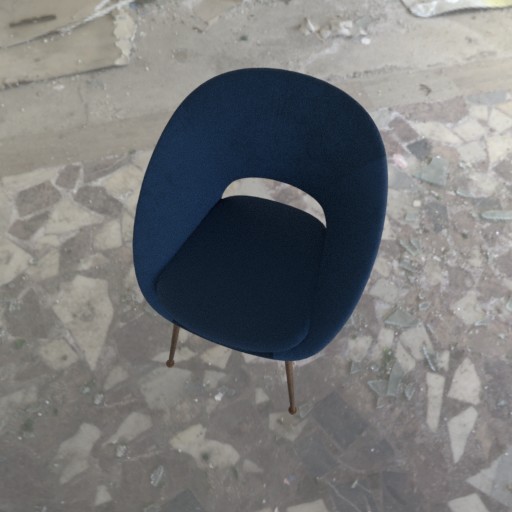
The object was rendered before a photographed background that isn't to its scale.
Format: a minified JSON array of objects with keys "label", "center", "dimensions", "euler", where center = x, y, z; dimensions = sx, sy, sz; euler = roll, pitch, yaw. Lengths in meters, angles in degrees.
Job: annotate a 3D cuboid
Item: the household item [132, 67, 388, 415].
[{"label":"household item","center":[0.000,0.000,1.282],"dimensions":[0.623,0.852,0.573],"euler":[18,59,11]}]
